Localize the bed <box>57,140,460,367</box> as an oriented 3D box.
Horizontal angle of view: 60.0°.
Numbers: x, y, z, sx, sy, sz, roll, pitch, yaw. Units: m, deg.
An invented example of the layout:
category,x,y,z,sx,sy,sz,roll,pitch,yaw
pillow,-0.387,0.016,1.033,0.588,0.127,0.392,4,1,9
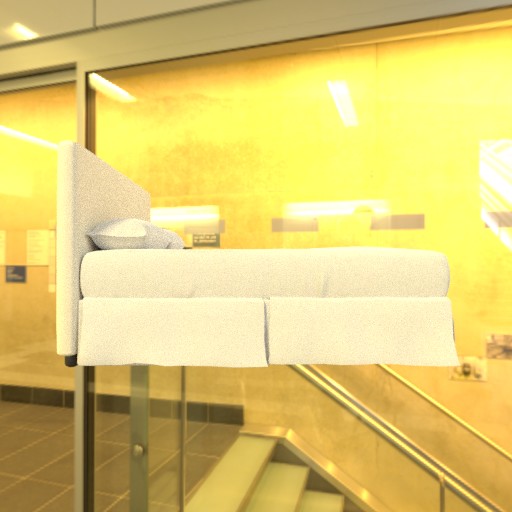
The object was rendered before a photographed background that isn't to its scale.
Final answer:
category,x,y,z,sx,sy,sz,roll,pitch,yaw
bed,0.000,0.000,3.527,2.341,1.317,2.119,0,-1,-1
